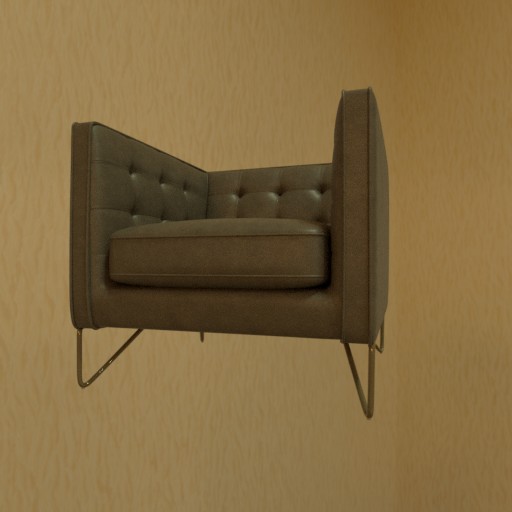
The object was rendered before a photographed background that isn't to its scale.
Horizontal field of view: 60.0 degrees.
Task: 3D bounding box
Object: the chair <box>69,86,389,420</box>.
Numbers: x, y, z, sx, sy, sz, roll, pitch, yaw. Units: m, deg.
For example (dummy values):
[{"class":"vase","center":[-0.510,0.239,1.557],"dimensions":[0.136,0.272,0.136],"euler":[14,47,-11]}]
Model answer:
[{"class":"chair","center":[0.000,0.000,1.550],"dimensions":[0.880,0.790,0.894],"euler":[0,-1,18]}]
